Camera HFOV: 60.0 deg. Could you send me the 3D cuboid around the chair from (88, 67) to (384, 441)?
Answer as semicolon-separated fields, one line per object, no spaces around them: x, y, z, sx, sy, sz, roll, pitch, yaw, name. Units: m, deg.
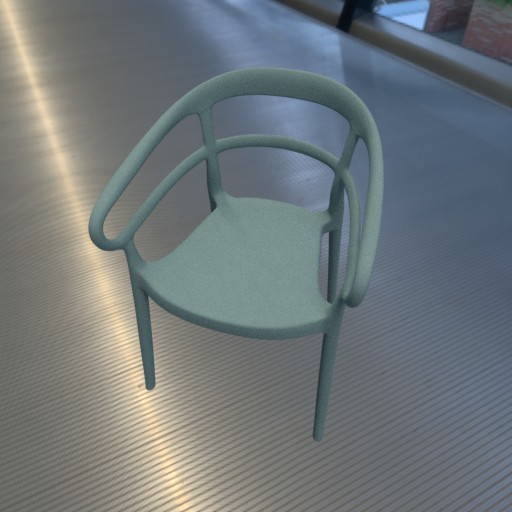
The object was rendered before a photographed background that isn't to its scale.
0.000;0.000;1.138;0.559;0.761;0.527;12;45;13;chair
